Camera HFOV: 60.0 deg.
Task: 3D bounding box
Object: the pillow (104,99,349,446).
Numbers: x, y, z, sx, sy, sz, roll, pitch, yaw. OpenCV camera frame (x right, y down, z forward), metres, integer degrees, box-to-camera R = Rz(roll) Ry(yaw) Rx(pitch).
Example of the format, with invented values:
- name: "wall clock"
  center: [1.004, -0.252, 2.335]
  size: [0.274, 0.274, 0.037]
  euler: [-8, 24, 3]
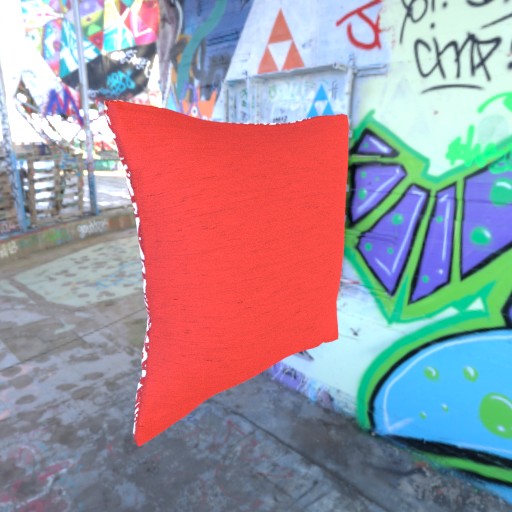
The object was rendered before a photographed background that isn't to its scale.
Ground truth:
- name: "pillow"
  center: [0.000, 0.000, 0.660]
  size: [0.438, 0.419, 0.162]
  euler: [-15, 21, -43]
